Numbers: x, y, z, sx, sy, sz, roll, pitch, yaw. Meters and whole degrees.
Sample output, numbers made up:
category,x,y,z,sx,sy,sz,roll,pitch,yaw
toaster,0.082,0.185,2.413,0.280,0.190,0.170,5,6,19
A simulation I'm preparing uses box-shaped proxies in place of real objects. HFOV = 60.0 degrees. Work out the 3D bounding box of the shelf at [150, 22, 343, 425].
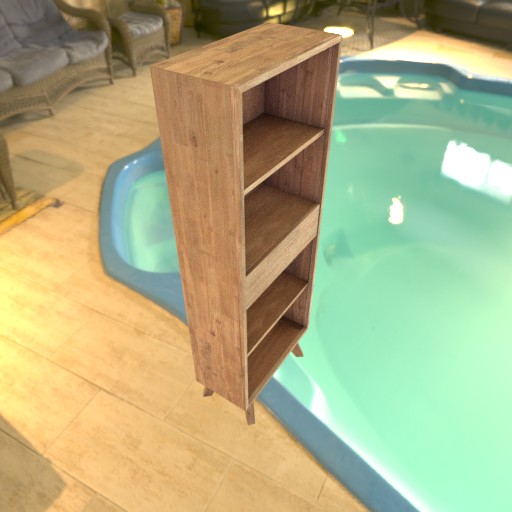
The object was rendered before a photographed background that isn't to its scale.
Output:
category,x,y,z,sx,sy,sz,roll,pitch,yaw
shelf,0.000,0.000,1.528,0.267,1.342,0.491,23,45,25
